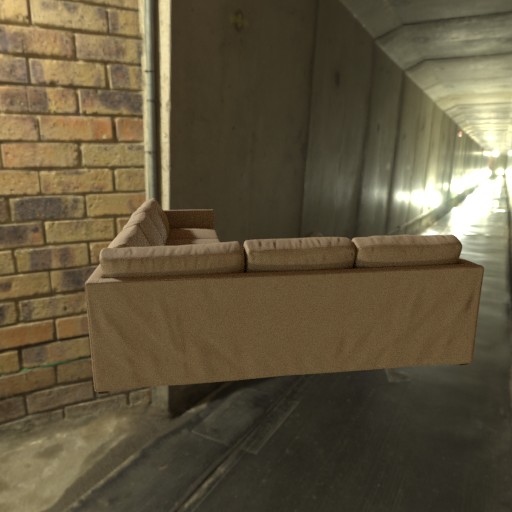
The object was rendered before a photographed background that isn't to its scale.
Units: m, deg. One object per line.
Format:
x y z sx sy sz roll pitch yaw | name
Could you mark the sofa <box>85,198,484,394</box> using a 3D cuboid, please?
0.000 0.000 4.177 2.432 0.871 3.182 -2 13 -9 | sofa
